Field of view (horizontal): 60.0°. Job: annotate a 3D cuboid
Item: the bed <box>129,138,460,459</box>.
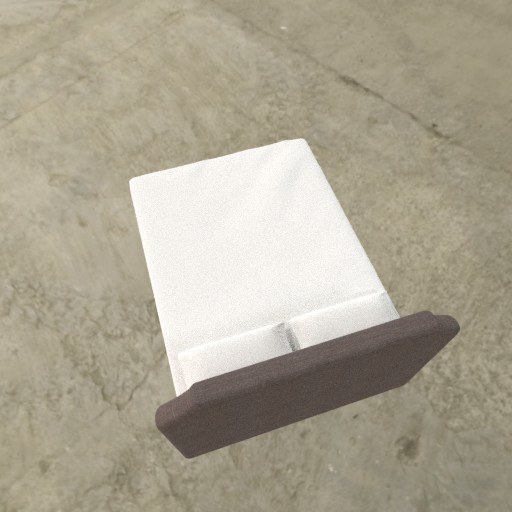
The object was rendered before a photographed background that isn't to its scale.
[{"bbox_3d":[0.000,0.000,3.167,1.693,1.290,2.116,-15,60,-9],"label":"bed"}]
